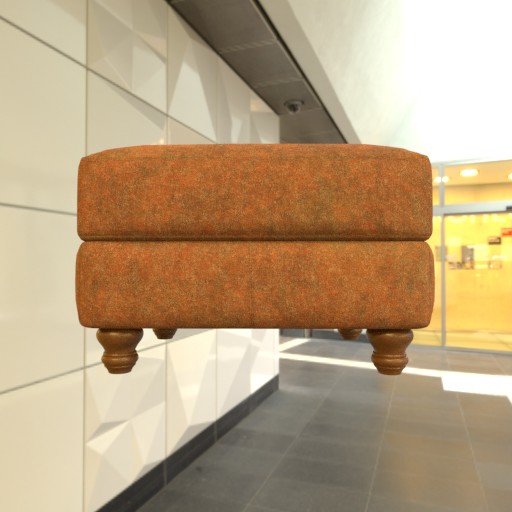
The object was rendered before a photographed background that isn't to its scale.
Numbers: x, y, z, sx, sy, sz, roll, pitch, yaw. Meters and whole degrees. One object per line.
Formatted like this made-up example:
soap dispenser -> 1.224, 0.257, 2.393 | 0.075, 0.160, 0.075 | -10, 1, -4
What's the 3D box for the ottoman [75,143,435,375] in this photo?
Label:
ottoman -> 0.000, 0.000, 1.175 | 0.787, 0.508, 0.635 | 0, -1, 1
